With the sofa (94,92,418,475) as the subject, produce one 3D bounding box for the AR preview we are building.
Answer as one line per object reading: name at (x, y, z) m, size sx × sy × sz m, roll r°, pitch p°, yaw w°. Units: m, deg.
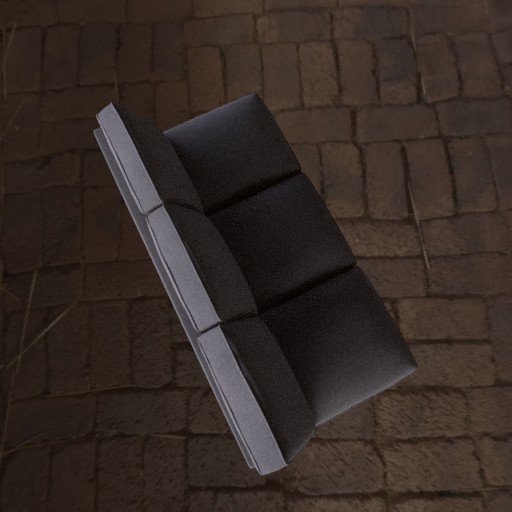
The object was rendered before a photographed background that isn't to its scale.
sofa at (0.000, 0.000, 2.542) m, size 1.027 × 0.973 × 1.962 m, roll -26°, pitch 77°, yaw -7°
